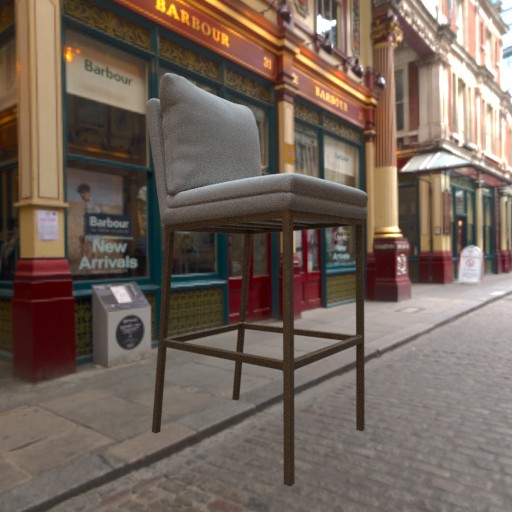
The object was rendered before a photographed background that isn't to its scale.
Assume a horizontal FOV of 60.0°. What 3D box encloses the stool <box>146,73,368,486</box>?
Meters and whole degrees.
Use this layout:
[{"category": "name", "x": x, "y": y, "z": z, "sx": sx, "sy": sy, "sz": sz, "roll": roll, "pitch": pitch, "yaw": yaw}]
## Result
[{"category": "stool", "x": 0.000, "y": 0.000, "z": 1.417, "sx": 0.572, "sy": 1.125, "sz": 0.463, "roll": 0, "pitch": 0, "yaw": 37}]
